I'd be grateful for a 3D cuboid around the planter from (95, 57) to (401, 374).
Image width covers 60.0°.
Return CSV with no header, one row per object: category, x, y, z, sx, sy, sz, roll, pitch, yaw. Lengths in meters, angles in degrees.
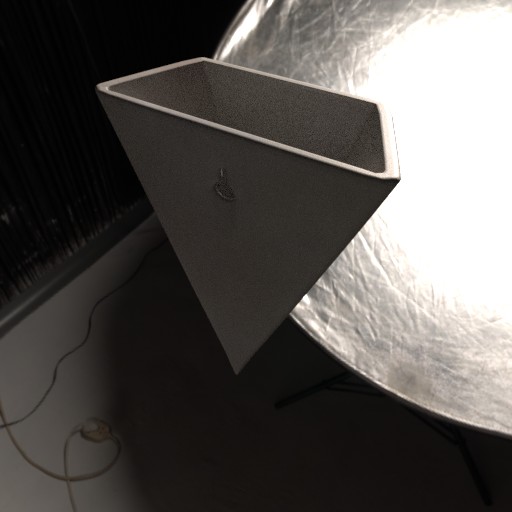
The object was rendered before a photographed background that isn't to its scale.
planter,0.000,0.000,0.270,0.150,0.197,0.060,23,49,21
